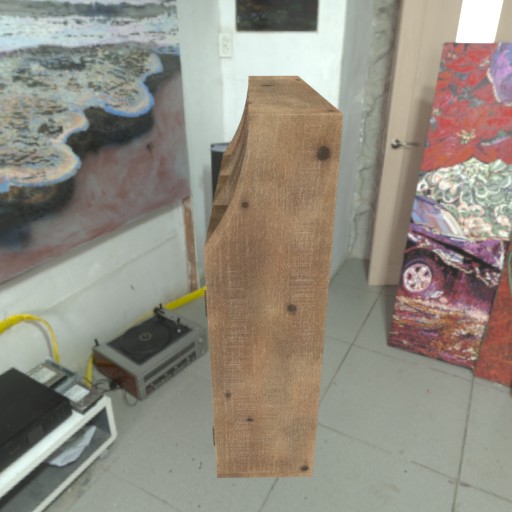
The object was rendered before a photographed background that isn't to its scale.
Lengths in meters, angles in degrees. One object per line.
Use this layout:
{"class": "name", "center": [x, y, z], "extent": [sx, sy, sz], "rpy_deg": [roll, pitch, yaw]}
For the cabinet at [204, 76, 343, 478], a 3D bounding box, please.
{"class": "cabinet", "center": [0.000, 0.000, 0.833], "extent": [0.184, 0.590, 0.489], "rpy_deg": [0, 27, -1]}
